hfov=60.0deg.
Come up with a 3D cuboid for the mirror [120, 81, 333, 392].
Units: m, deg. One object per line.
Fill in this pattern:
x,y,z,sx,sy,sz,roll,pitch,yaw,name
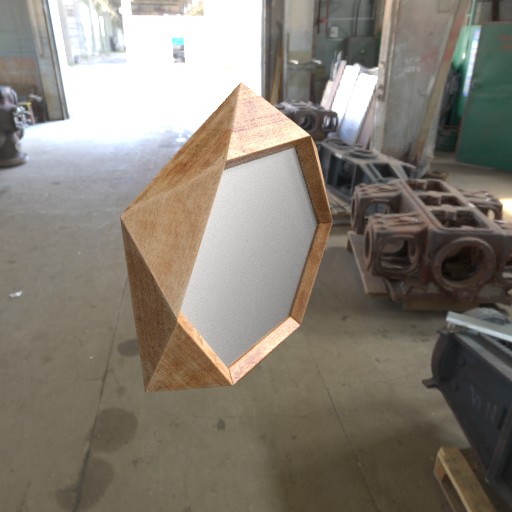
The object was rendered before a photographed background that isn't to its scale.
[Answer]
0.000,0.000,1.061,0.091,0.779,0.675,18,31,32,mirror
